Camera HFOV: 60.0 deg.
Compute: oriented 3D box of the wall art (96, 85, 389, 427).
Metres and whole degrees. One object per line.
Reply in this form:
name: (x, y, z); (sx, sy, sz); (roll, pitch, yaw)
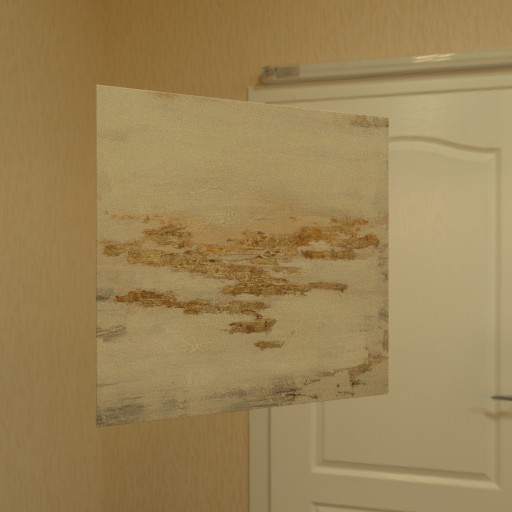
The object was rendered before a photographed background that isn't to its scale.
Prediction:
wall art: (0.000, 0.000, 1.111); (0.753, 0.755, 0.038); (0, 0, -18)
